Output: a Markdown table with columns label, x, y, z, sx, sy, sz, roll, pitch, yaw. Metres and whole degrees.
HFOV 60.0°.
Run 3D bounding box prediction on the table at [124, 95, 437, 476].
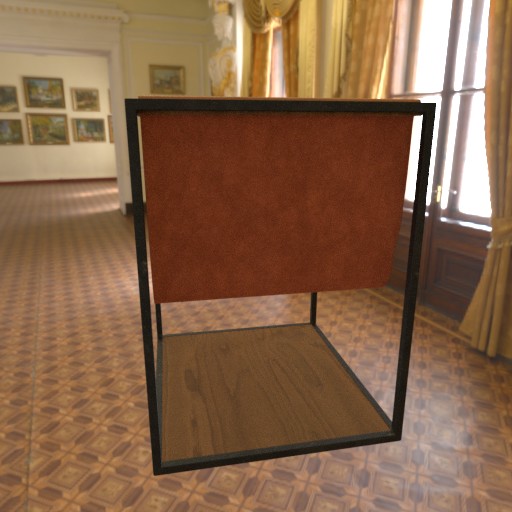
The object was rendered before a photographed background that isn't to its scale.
| label | x | y | z | sx | sy | sz | roll | pitch | yaw |
| --- | --- | --- | --- | --- | --- | --- | --- | --- | --- |
| table | 0.000 | 0.000 | 0.833 | 0.399 | 0.536 | 0.450 | -3 | 16 | -11 |
